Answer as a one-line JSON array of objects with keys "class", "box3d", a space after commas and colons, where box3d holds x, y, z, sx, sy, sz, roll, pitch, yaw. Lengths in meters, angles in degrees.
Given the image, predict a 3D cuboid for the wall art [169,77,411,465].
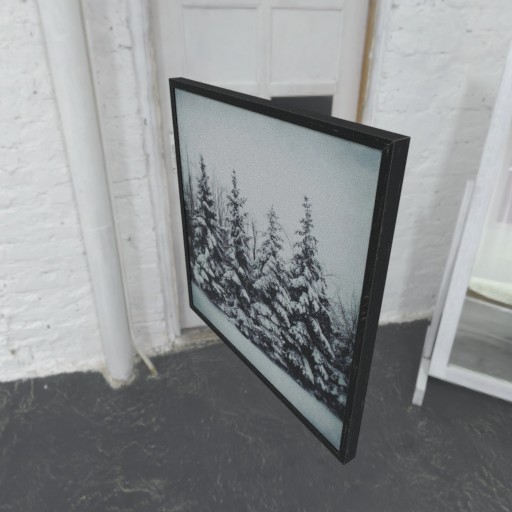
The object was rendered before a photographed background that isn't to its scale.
[{"class": "wall art", "box3d": [0.000, 0.000, 1.123, 0.037, 0.761, 0.761, -19, 35, -30]}]
